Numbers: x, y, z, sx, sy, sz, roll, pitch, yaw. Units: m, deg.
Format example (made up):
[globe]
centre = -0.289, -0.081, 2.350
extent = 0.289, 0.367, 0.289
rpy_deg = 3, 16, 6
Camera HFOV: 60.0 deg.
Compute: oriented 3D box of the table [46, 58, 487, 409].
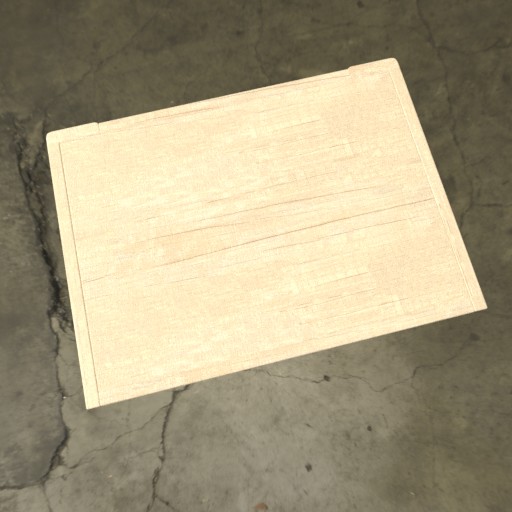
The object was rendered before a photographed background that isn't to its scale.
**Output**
[table]
centre = 0.000, 0.000, 0.902
extent = 0.570, 0.510, 0.420
rpy_deg = -13, 77, -3
